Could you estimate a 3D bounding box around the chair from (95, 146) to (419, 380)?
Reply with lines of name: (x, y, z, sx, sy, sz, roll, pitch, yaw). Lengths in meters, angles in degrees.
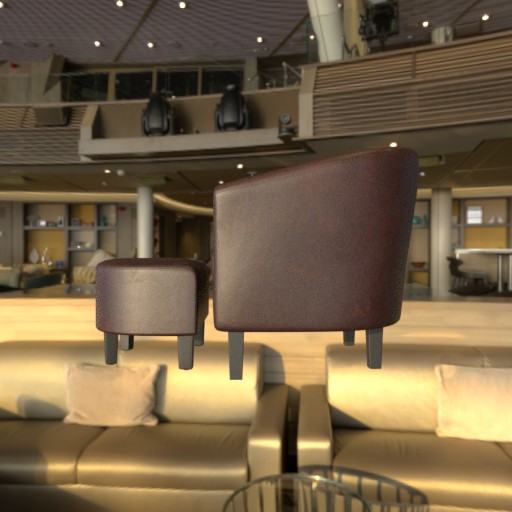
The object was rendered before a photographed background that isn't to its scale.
chair: (0.000, 0.000, 1.671, 1.176, 0.755, 0.737, 0, 1, -1)
